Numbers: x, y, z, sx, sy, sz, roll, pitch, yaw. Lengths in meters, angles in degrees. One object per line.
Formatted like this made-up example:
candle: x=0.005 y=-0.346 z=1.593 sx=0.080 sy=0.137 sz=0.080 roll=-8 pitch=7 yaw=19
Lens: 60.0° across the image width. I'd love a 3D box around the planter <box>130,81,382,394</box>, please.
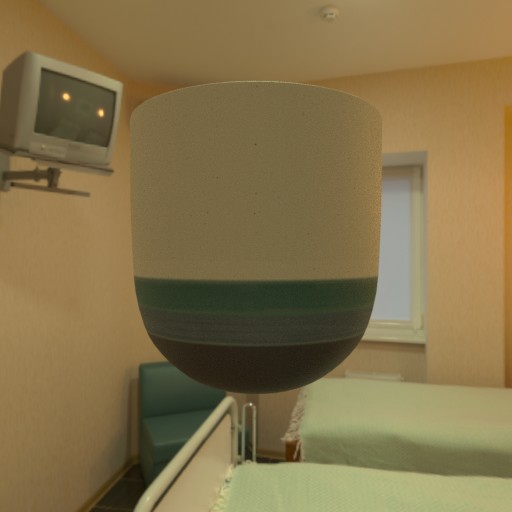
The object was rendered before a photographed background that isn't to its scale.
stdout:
planter: x=0.000 y=0.000 z=0.372 sx=0.204 sy=0.214 sz=0.204 roll=0 pitch=0 yaw=0
